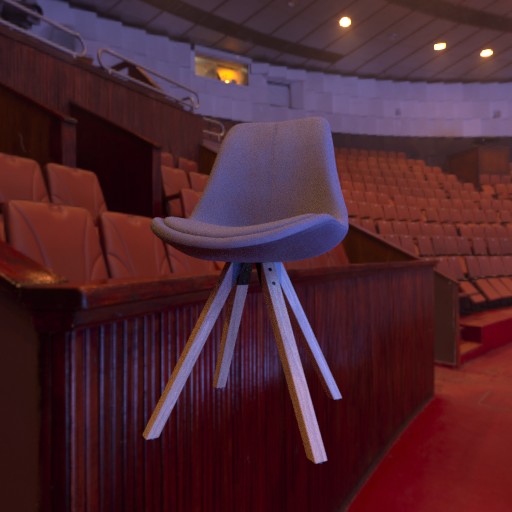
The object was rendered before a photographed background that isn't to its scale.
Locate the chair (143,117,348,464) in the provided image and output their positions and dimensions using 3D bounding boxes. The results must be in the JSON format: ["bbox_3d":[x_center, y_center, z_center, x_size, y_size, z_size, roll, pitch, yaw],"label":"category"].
[{"bbox_3d":[0.000,0.000,1.192,0.483,0.865,0.547,0,1,17],"label":"chair"}]
